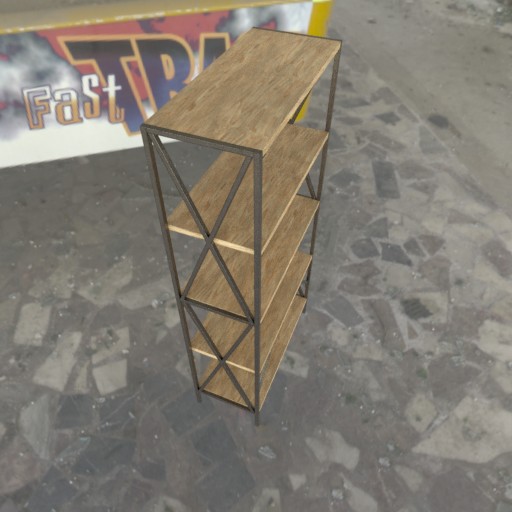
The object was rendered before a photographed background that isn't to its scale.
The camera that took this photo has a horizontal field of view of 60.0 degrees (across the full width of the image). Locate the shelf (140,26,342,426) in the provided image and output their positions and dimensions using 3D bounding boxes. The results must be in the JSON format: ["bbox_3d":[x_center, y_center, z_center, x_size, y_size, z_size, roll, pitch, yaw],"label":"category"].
[{"bbox_3d":[0.000,0.000,2.192,0.386,1.803,0.874,17,49,15],"label":"shelf"}]
